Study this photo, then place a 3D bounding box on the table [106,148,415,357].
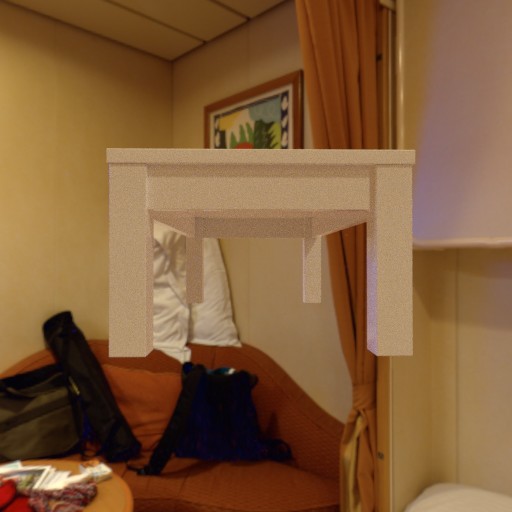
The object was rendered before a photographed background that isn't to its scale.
[{"bbox_3d":[0.000,0.000,1.676,0.700,0.470,1.350,0,-1,-1],"label":"table"}]
